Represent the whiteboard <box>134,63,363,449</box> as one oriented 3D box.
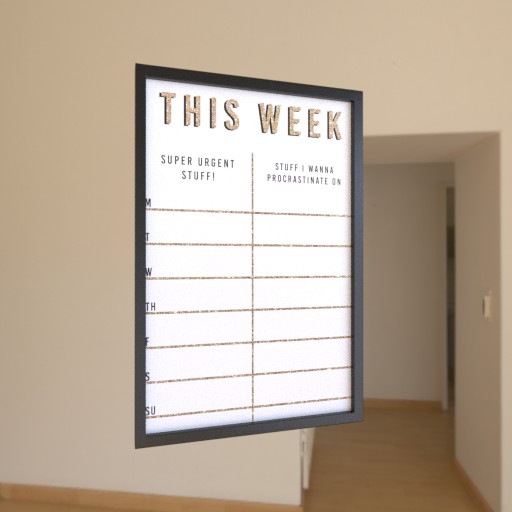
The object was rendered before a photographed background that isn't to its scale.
[{"bbox_3d":[0.000,0.000,0.770,0.406,0.611,0.026,0,0,-17],"label":"whiteboard"}]
